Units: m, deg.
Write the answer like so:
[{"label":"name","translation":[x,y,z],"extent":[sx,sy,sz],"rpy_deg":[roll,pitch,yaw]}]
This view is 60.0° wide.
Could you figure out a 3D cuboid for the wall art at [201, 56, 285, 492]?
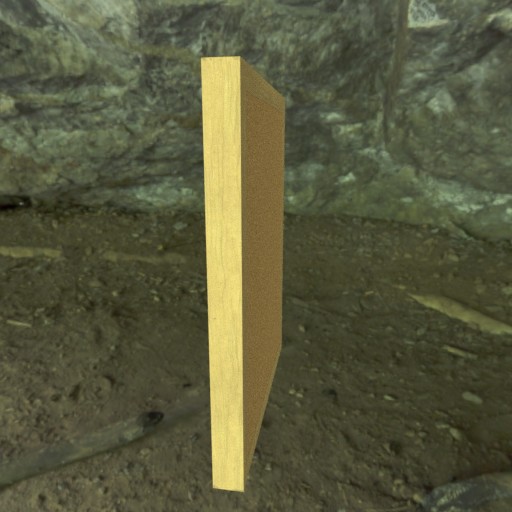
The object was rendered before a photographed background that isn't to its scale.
[{"label":"wall art","translation":[0.000,0.000,0.523],"extent":[0.030,0.380,0.312],"rpy_deg":[2,14,9]}]
